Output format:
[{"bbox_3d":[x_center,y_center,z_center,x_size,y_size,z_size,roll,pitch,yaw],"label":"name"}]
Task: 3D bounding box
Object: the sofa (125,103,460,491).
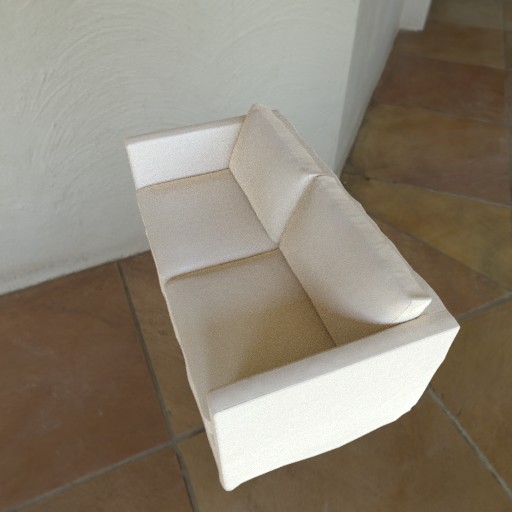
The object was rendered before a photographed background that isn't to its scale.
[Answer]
[{"bbox_3d":[0.000,0.000,2.239,0.962,0.834,1.746,-15,48,-14],"label":"sofa"}]
